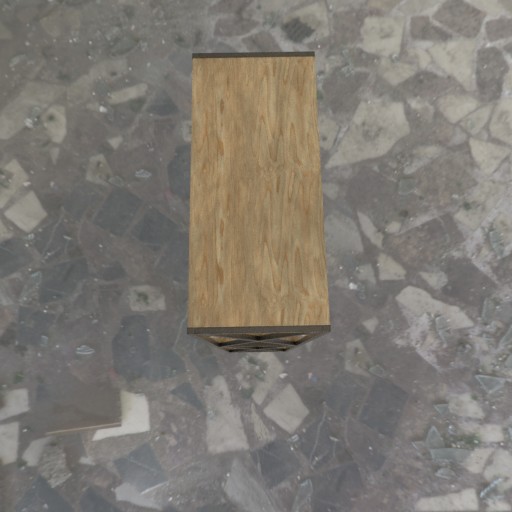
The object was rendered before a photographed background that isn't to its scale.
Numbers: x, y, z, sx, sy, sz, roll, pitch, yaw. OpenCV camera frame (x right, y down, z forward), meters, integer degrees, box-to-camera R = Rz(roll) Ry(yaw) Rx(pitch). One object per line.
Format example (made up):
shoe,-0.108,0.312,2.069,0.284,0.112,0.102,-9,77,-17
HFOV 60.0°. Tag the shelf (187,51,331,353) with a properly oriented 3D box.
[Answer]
shelf,0.000,0.000,2.165,0.386,1.803,0.874,-1,76,0
